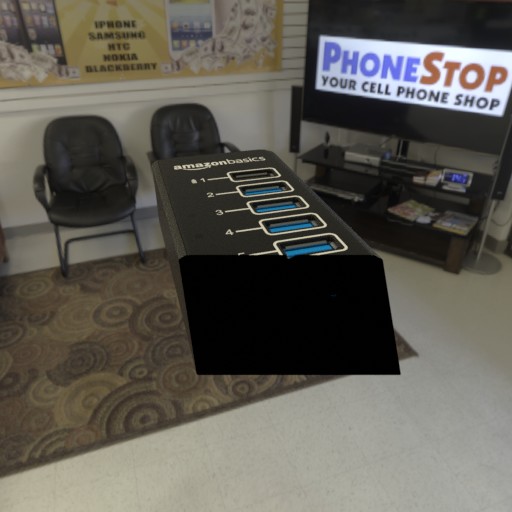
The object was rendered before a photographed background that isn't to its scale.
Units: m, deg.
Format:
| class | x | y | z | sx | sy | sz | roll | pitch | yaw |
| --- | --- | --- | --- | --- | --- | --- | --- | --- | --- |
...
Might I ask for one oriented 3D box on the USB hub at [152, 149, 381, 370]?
| class | x | y | z | sx | sy | sz | roll | pitch | yaw |
| --- | --- | --- | --- | --- | --- | --- | --- | --- | --- |
| USB hub | 0.000 | 0.000 | 0.121 | 0.044 | 0.023 | 0.110 | -9 | 33 | -14 |
